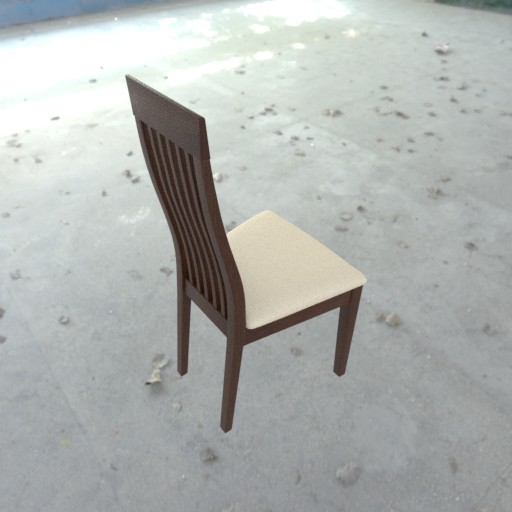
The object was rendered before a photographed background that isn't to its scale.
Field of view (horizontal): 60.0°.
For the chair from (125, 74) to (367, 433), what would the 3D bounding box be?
[{"bbox_3d":[0.000,0.000,1.273,0.474,1.027,0.460,-26,46,-28],"label":"chair"}]
